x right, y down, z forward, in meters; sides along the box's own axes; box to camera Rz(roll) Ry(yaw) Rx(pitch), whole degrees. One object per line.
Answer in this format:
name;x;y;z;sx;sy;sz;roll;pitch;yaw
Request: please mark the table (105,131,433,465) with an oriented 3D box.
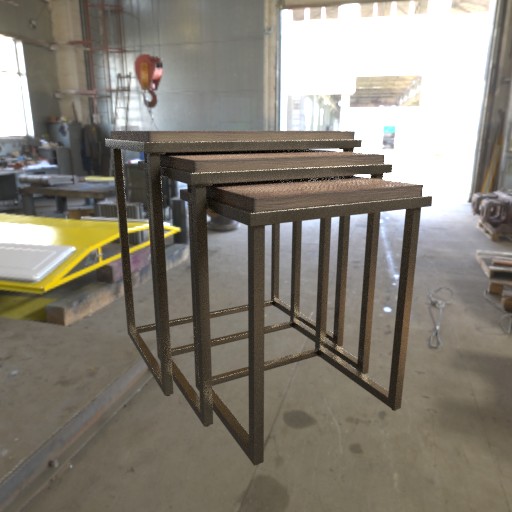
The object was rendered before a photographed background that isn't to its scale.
table;0.000;0.000;1.122;0.559;0.610;0.706;-8;18;-27
